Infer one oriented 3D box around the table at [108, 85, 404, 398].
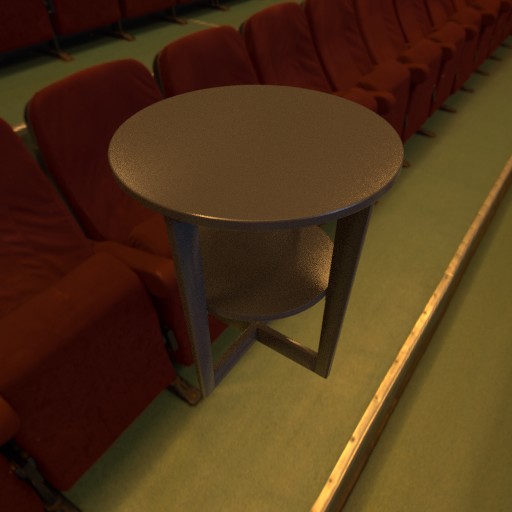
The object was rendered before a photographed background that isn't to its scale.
[{"bbox_3d":[0.000,0.000,0.950,0.500,0.550,0.500,0,41,0],"label":"table"}]
